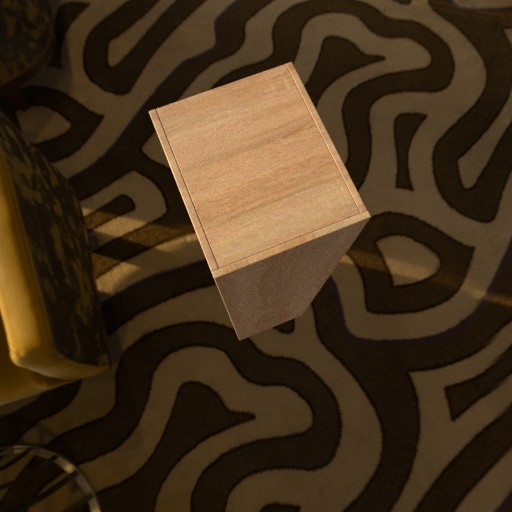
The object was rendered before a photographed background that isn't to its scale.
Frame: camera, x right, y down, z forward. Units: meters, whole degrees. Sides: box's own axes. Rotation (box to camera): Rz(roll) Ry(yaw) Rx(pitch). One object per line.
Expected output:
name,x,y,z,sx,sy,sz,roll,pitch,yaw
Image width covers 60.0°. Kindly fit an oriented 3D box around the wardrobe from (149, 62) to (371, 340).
wardrobe,0.000,0.000,2.375,0.496,2.117,0.588,-21,75,-6
